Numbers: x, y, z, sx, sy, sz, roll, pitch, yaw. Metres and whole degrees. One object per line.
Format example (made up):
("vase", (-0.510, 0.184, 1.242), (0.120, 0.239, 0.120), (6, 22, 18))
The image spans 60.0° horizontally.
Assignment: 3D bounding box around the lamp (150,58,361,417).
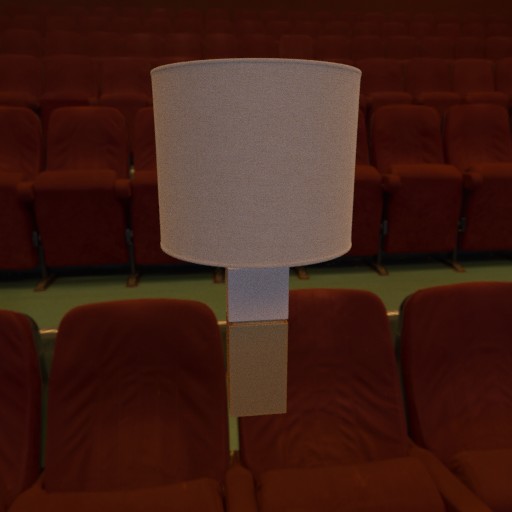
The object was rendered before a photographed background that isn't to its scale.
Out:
("lamp", (0.000, 0.000, 0.548), (0.229, 0.417, 0.229), (-2, 16, -7))
